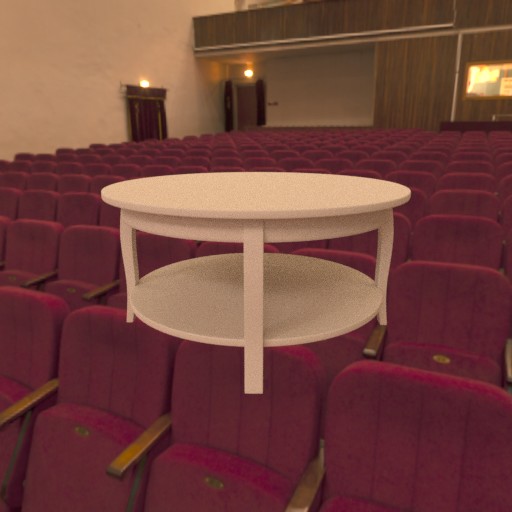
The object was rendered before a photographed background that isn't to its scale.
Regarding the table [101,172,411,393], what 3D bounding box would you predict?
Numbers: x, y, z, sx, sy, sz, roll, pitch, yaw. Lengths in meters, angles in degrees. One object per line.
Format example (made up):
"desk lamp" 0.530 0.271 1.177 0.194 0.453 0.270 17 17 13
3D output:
"table" 0.000 0.000 1.435 0.910 0.457 0.910 0 16 0
